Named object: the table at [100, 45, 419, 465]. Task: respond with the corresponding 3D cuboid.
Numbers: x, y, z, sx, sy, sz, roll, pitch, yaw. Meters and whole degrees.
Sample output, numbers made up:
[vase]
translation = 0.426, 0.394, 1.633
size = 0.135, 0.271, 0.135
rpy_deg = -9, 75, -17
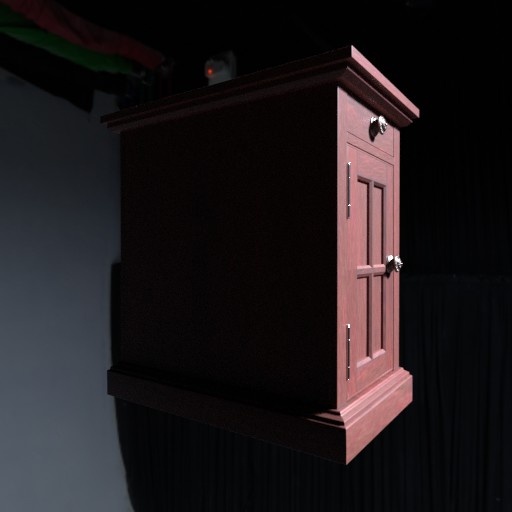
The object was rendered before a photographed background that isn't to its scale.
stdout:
[table]
translation = 0.000, 0.000, 0.952
size = 0.584, 0.612, 0.356
rpy_deg = 0, 1, 35
